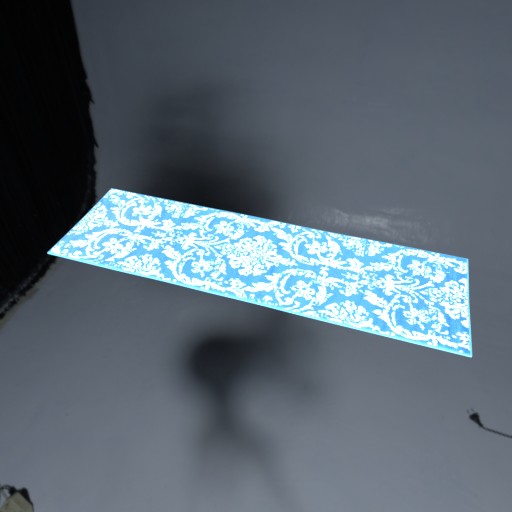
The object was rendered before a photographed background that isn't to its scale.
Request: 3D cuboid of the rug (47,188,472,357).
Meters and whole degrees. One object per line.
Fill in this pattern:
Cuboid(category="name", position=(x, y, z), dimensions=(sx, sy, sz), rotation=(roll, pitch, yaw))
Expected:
Cuboid(category="rug", position=(0.000, 0.000, 2.413), dimensions=(2.196, 0.011, 0.662), rotation=(12, 44, 13))
